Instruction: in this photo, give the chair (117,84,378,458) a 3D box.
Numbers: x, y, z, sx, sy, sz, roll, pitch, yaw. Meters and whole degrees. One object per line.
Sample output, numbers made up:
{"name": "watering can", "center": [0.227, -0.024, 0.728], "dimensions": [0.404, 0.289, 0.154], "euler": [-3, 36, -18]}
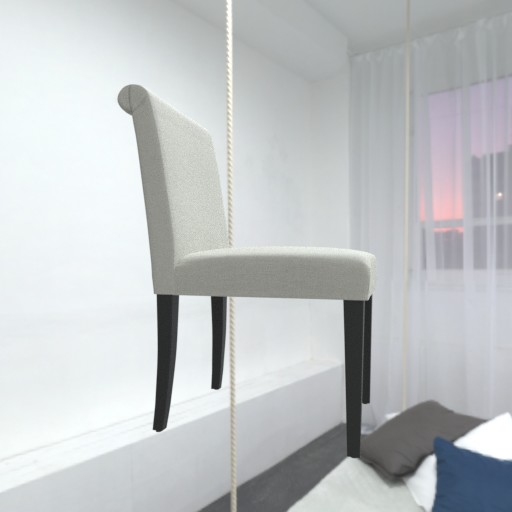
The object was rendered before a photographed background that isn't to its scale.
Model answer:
{"name": "chair", "center": [0.000, 0.000, 1.366], "dimensions": [0.708, 0.976, 0.452], "euler": [0, 0, 18]}
